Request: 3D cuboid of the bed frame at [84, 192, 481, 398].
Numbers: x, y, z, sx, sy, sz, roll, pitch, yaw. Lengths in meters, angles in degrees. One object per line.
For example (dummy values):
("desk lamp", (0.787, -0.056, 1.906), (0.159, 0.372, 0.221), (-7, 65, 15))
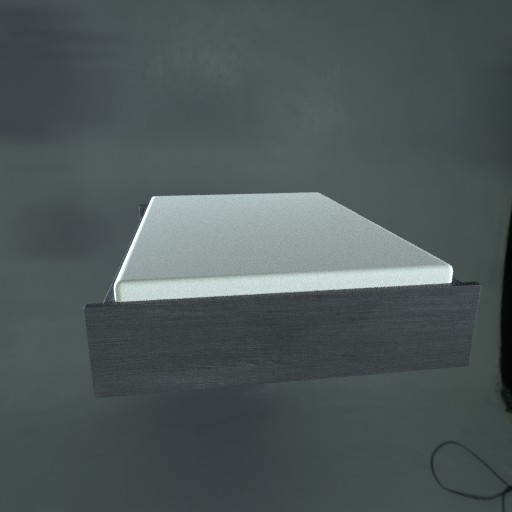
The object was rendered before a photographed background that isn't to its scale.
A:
("bed frame", (0.000, 0.000, 2.590), (1.490, 0.432, 1.950), (-3, 17, -8))
